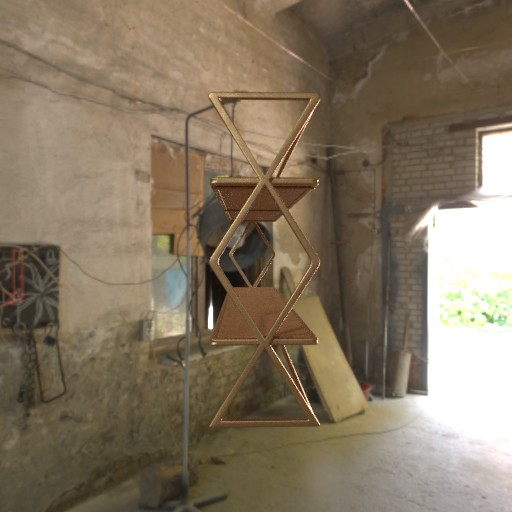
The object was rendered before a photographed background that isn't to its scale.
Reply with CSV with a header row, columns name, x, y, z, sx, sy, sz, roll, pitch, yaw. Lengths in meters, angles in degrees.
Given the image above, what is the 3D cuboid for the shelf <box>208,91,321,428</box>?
name,x,y,z,sx,sy,sz,roll,pitch,yaw
shelf,0.000,0.000,1.005,0.150,0.450,0.822,0,1,-2
